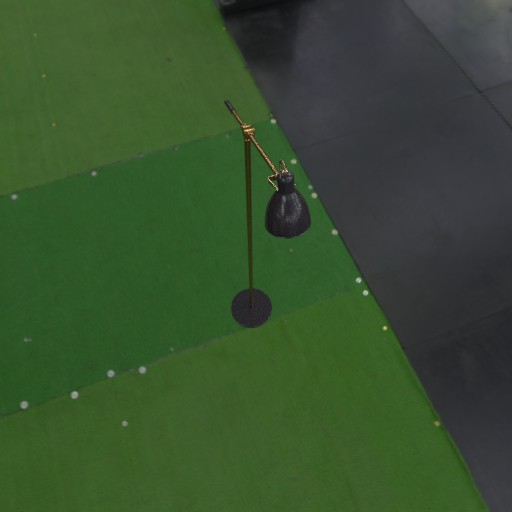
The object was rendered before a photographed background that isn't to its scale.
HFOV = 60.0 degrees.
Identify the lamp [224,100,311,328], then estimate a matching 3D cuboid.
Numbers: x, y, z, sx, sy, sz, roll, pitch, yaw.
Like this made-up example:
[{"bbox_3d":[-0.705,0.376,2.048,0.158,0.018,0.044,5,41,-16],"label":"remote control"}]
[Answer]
[{"bbox_3d":[0.000,0.000,1.808,0.235,1.628,0.618,-16,64,-8],"label":"lamp"}]
